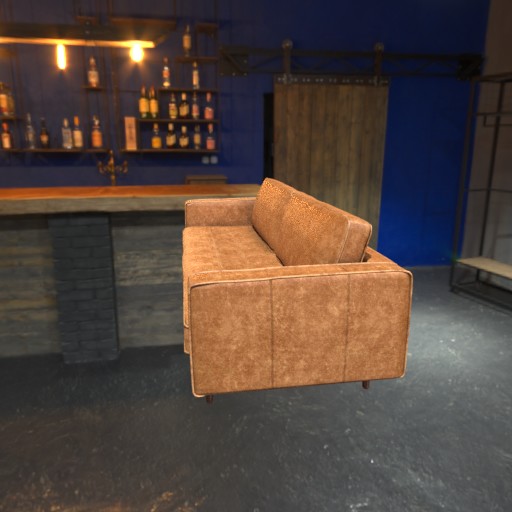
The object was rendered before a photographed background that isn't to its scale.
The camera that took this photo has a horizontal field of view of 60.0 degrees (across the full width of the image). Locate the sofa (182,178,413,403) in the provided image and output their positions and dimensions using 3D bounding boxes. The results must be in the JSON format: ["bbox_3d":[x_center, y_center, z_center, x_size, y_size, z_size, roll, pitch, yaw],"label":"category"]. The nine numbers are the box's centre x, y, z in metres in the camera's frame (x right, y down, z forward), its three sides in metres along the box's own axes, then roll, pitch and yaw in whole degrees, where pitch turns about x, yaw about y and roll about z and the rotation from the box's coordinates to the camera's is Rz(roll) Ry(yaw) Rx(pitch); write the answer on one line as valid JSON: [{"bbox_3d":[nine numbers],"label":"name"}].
[{"bbox_3d":[0.000,0.000,2.690,0.886,0.779,2.199,-2,15,-9],"label":"sofa"}]
